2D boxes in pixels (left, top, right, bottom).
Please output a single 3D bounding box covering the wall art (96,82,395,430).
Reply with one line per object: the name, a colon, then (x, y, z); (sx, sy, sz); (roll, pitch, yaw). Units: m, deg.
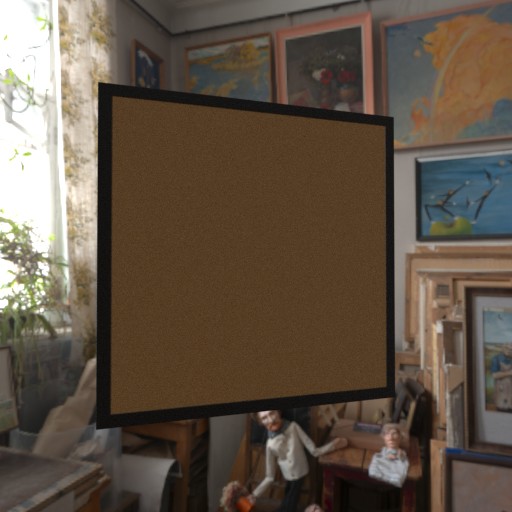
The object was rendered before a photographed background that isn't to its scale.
wall art: (0.000, 0.000, 0.451); (0.304, 0.304, 0.038); (0, -1, -18)
